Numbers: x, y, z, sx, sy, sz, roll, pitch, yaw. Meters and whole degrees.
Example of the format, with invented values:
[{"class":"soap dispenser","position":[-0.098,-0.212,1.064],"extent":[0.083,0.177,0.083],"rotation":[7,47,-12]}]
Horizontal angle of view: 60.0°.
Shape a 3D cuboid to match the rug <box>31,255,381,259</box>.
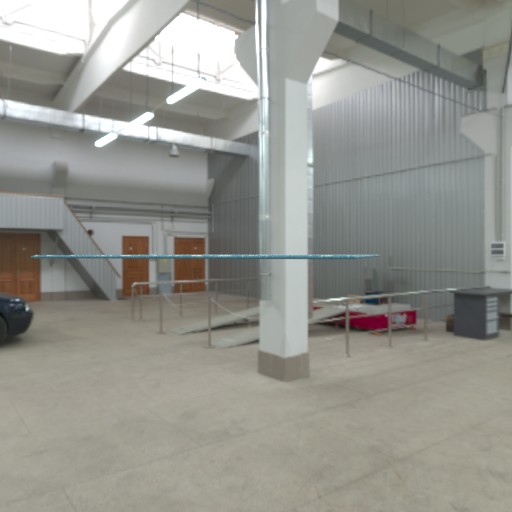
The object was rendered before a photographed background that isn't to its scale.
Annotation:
[{"class":"rug","position":[0.000,0.000,3.554],"extent":[1.816,0.018,2.746],"rotation":[0,0,18]}]
